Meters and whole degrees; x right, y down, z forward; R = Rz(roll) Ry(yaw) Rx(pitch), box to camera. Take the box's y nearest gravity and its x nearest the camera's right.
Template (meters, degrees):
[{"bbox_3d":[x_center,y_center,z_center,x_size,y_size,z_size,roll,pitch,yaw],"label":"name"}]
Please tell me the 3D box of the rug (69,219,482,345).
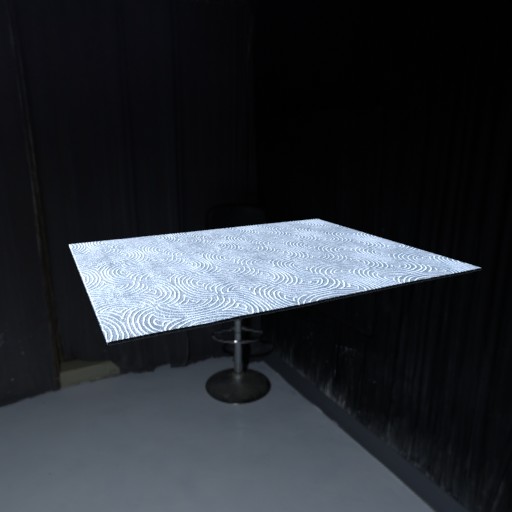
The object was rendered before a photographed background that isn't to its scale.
[{"bbox_3d":[0.000,0.000,4.126,3.042,0.021,2.456,-8,18,-26],"label":"rug"}]
